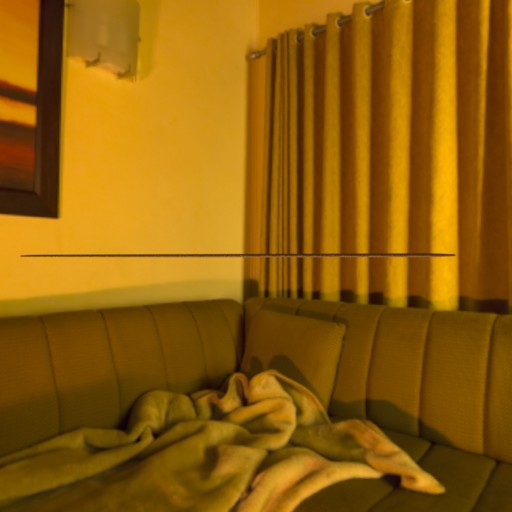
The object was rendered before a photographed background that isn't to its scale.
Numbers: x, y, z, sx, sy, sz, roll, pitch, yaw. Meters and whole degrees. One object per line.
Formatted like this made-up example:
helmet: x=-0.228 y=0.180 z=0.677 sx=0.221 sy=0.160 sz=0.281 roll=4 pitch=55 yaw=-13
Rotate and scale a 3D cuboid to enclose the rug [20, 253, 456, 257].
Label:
rug: x=0.000 y=0.000 z=2.844 sx=2.214 sy=0.013 sz=1.609 roll=0 pitch=0 yaw=20
